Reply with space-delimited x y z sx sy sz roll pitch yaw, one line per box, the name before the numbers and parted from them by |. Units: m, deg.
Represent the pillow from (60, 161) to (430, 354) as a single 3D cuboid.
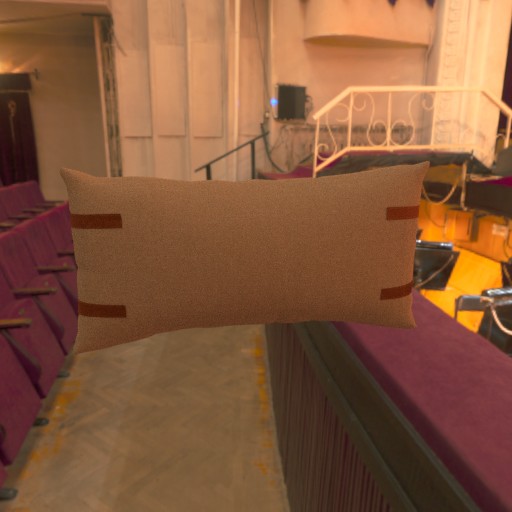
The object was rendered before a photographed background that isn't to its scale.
pillow | 0.000 0.000 0.745 0.612 0.308 0.148 -2 14 -10
